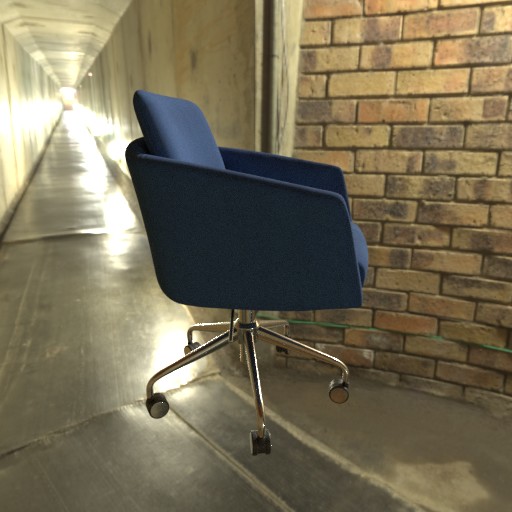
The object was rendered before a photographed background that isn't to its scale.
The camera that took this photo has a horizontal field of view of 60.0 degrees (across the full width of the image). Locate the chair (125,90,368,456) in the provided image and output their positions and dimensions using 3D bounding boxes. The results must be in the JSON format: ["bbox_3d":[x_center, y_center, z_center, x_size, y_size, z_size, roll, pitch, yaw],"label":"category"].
[{"bbox_3d":[0.000,0.000,1.312,0.635,0.908,0.641,3,16,10],"label":"chair"}]
